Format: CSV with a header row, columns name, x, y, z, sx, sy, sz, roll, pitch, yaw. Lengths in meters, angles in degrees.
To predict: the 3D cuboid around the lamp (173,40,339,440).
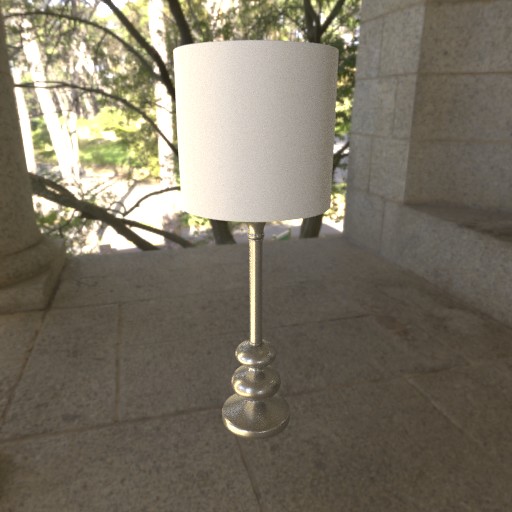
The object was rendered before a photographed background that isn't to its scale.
name,x,y,z,sx,sy,sz,roll,pitch,yaw
lamp,0.000,0.000,0.792,0.254,0.690,0.254,-17,25,-42
